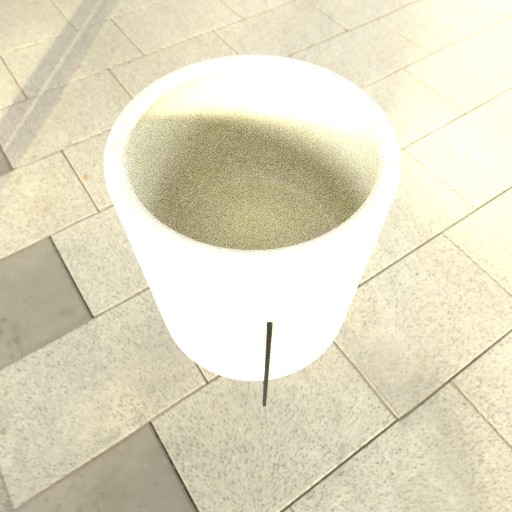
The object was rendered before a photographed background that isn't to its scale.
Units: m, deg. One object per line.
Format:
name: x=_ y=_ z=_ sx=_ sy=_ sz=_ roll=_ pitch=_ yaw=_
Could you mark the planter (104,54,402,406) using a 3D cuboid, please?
planter: x=0.000 y=0.000 z=0.690 sx=0.333 sy=0.483 sz=0.324 roll=-32 pitch=63 yaw=-18
